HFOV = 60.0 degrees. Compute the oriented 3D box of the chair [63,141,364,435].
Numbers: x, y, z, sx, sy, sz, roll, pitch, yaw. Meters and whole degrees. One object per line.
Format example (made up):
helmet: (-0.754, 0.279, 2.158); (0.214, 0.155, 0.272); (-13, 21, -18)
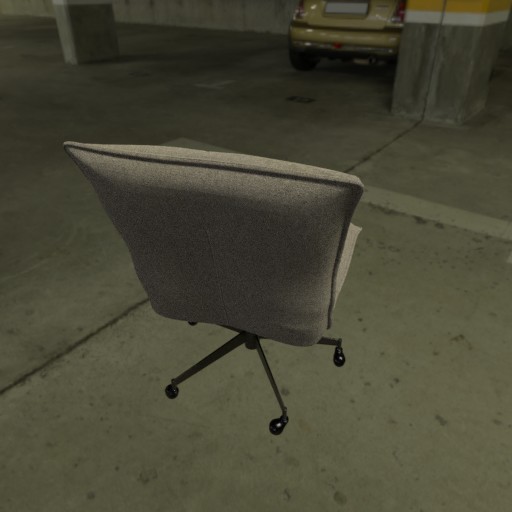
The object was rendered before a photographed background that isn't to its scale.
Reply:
chair: (0.000, 0.000, 1.281); (0.597, 0.811, 0.696); (10, 33, 16)
